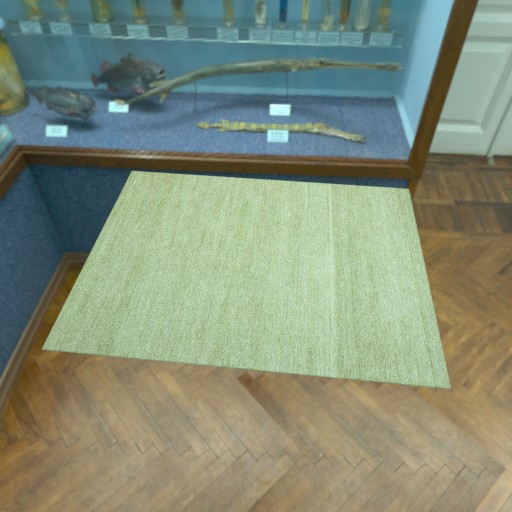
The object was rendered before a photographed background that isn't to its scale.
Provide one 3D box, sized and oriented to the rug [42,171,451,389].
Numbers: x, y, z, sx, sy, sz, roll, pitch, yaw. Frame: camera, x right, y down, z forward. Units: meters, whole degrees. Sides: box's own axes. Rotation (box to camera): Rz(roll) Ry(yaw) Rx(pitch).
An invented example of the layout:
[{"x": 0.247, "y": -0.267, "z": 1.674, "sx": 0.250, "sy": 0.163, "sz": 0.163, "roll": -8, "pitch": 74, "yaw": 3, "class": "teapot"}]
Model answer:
[{"x": 0.000, "y": 0.000, "z": 4.269, "sx": 3.198, "sy": 0.016, "sz": 2.425, "roll": 4, "pitch": 47, "yaw": 4, "class": "rug"}]
